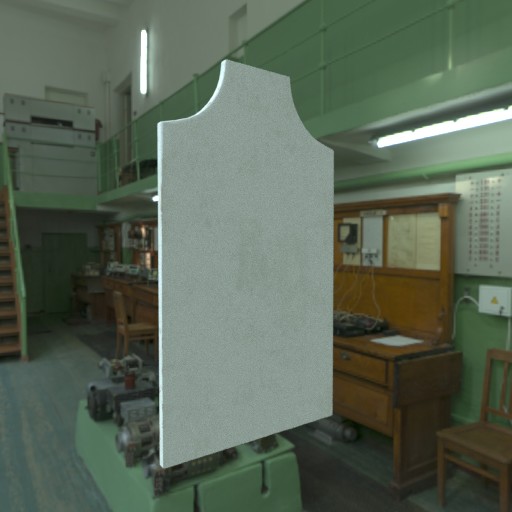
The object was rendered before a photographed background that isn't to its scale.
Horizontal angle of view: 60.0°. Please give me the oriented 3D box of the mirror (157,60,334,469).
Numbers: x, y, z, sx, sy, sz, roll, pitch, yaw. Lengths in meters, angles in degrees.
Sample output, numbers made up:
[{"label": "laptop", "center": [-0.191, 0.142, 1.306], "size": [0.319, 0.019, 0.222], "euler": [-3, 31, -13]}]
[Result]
[{"label": "mirror", "center": [0.000, 0.000, 0.868], "size": [0.403, 0.717, 0.022], "euler": [-1, 2, -35]}]
